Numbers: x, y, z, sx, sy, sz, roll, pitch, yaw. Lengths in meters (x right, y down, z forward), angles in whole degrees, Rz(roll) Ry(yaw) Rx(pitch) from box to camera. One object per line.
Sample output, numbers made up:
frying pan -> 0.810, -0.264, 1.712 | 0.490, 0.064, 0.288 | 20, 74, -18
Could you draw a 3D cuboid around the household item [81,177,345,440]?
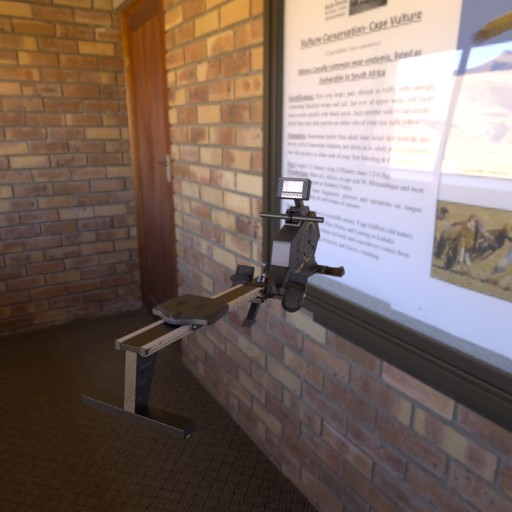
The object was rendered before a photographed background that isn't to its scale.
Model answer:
household item -> 0.000, 0.000, 2.623 | 0.521, 0.810, 2.251 | 8, 18, 25
